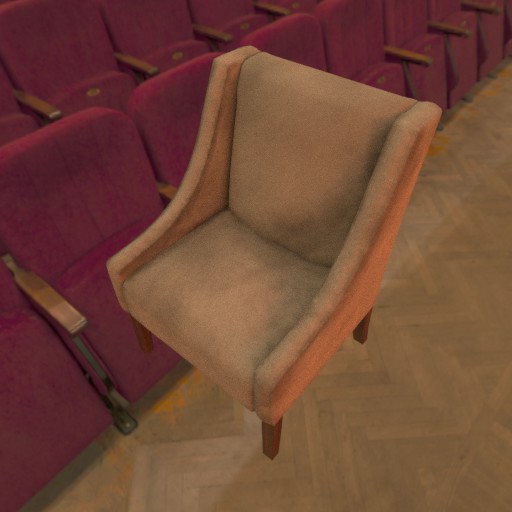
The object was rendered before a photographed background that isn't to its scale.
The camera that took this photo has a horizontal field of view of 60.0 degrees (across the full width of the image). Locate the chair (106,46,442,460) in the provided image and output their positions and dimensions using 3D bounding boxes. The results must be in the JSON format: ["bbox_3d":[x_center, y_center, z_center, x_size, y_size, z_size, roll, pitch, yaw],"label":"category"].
[{"bbox_3d":[0.000,0.000,1.291,0.629,0.895,0.629,31,53,27],"label":"chair"}]
